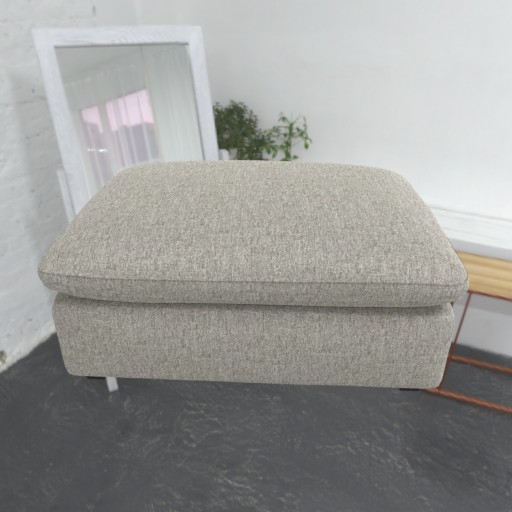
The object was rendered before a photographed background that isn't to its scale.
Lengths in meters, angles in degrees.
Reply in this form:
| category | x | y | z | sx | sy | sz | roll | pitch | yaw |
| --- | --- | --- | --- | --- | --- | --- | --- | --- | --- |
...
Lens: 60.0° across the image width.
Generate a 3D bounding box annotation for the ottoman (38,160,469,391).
| category | x | y | z | sx | sy | sz | roll | pitch | yaw |
| --- | --- | --- | --- | --- | --- | --- | --- | --- | --- |
| ottoman | 0.000 | 0.000 | 1.306 | 0.977 | 0.451 | 0.694 | 1 | 31 | 2 |
